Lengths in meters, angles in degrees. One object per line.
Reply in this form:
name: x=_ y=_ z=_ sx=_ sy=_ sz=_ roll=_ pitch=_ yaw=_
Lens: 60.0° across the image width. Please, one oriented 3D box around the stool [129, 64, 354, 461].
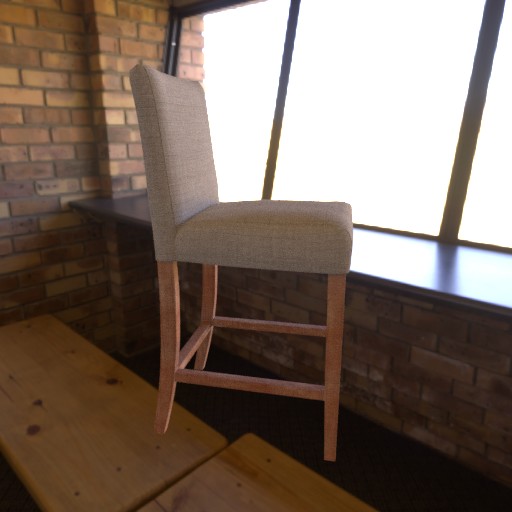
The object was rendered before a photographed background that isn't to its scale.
stool: x=0.000 y=0.000 z=1.343 sx=0.567 sy=1.039 sz=0.454 roll=3 pitch=16 yaw=11
